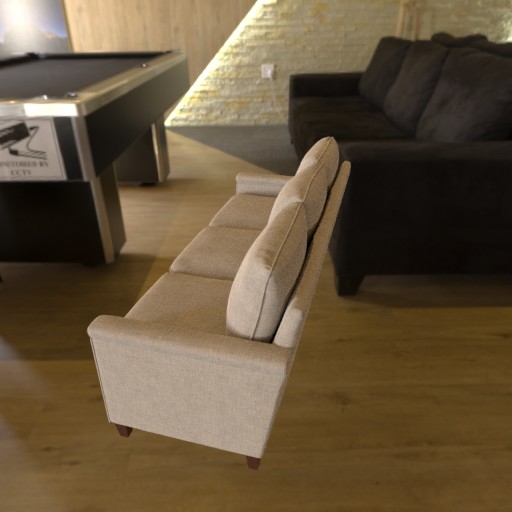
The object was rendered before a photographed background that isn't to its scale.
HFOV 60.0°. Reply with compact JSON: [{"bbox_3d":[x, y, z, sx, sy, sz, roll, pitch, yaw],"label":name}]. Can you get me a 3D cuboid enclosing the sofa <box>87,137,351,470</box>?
[{"bbox_3d":[0.000,0.000,2.437,0.828,0.959,1.925,8,30,14],"label":"sofa"}]
